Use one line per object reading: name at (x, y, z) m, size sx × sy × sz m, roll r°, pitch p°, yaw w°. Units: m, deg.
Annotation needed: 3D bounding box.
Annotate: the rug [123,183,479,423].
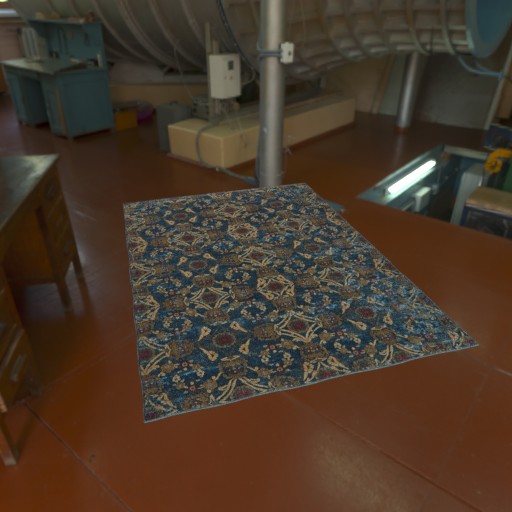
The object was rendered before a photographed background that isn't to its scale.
rug at (0.000, 0.000, 4.224) m, size 2.337 × 0.013 × 3.291 m, roll -9°, pitch 32°, yaw -14°
